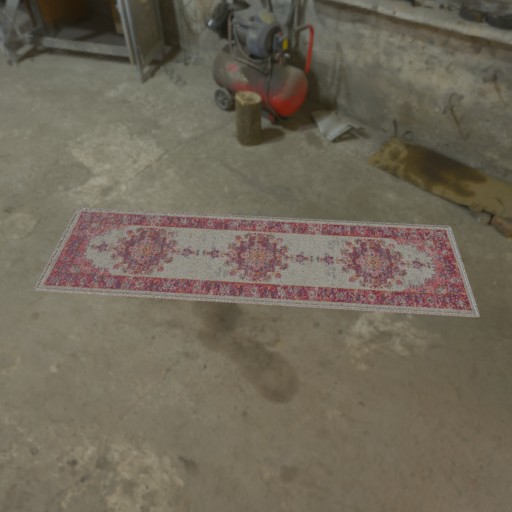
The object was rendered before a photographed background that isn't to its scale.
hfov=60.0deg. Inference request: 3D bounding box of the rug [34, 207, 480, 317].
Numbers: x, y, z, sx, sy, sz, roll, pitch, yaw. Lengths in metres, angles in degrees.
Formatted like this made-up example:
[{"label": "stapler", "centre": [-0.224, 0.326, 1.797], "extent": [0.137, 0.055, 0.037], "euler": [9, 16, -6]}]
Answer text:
[{"label": "rug", "centre": [0.000, 0.000, 2.493], "extent": [2.294, 0.011, 0.666], "euler": [3, 47, 3]}]
